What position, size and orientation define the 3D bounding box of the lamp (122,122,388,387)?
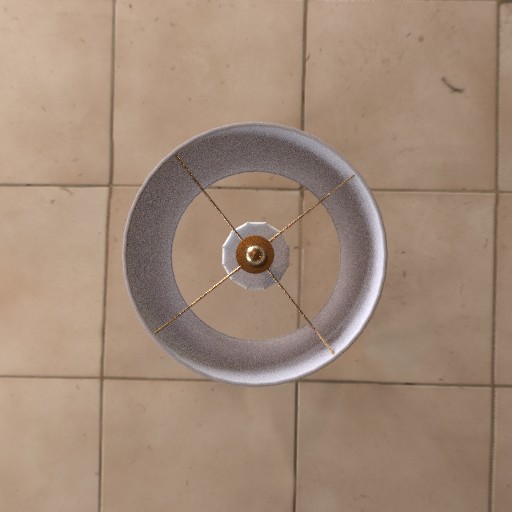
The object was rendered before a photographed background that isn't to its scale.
[{"bbox_3d":[0.000,0.000,0.729,0.277,0.537,0.277,0,90,0],"label":"lamp"}]
